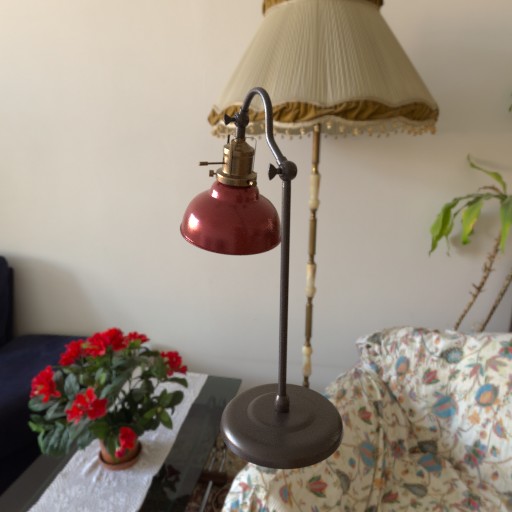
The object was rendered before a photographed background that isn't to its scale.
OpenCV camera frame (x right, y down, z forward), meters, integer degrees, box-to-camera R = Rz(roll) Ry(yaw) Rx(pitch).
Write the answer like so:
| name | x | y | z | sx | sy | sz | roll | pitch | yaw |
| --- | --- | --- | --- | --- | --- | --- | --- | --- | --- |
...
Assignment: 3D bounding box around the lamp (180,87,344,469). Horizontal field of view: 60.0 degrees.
| name | x | y | z | sx | sy | sz | roll | pitch | yaw |
| --- | --- | --- | --- | --- | --- | --- | --- | --- | --- |
| lamp | 0.000 | 0.000 | 0.710 | 0.192 | 0.508 | 0.374 | -7 | 17 | -25 |
